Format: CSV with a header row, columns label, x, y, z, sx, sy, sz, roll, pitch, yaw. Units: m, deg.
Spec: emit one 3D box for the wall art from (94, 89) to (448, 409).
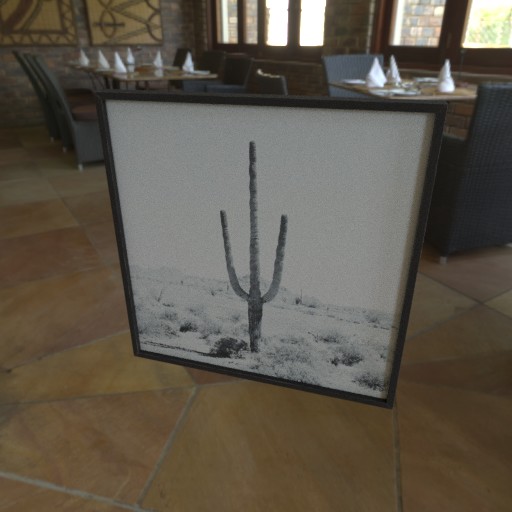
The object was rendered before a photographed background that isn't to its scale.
label,x,y,z,sx,sy,sz,roll,pitch,yaw
wall art,0.000,0.000,0.742,0.508,0.508,0.038,8,27,15
